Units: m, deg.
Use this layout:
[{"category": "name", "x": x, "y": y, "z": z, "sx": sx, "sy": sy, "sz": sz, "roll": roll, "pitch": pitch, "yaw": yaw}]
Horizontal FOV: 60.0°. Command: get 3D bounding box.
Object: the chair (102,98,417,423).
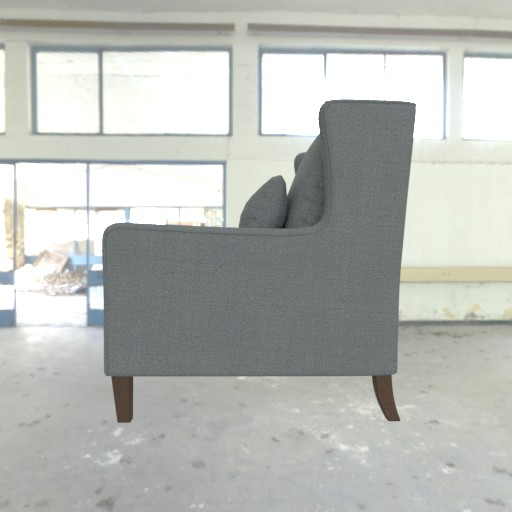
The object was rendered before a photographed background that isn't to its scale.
[{"category": "chair", "x": 0.000, "y": 0.000, "z": 1.796, "sx": 1.040, "sy": 1.056, "sz": 0.866, "roll": 0, "pitch": 1, "yaw": -1}]
